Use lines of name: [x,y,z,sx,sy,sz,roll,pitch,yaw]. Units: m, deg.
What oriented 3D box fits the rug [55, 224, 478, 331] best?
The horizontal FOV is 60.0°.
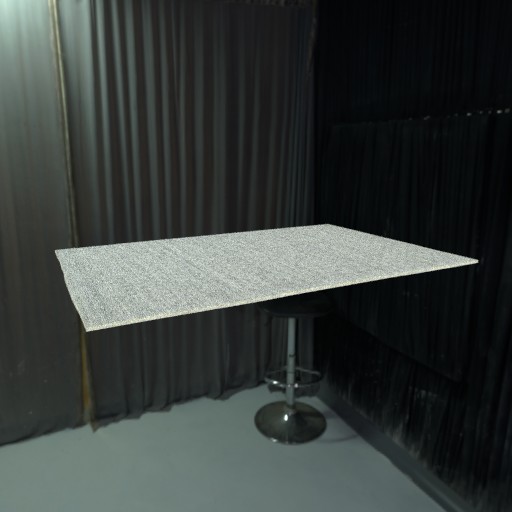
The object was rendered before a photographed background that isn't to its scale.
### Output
rug: [0.000,0.000,2.874,2.297,0.018,1.532,-7,15,-27]
